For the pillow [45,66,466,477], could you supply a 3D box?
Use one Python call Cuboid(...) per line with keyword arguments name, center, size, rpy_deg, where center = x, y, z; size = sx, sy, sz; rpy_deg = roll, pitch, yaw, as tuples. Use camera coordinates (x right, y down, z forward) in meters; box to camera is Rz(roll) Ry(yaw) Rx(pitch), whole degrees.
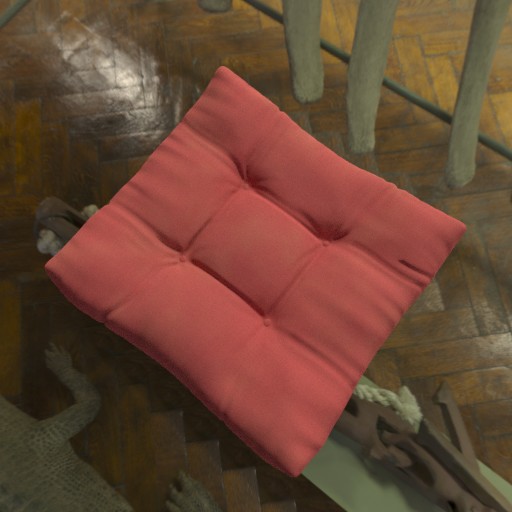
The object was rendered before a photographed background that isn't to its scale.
Cuboid(name="pillow", center=(0.000, 0.000, 0.711), size=(0.490, 0.128, 0.468), rpy_deg=(36, 78, 9))
